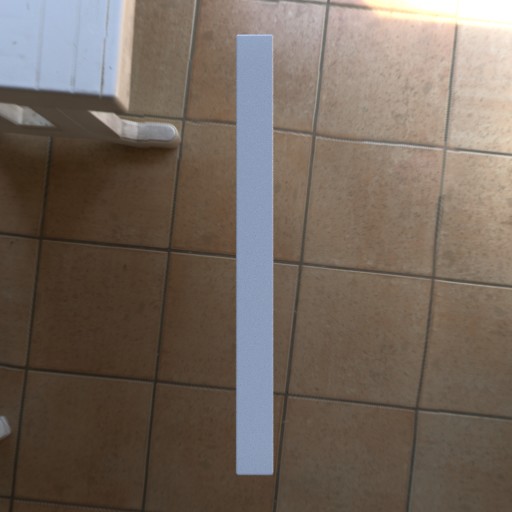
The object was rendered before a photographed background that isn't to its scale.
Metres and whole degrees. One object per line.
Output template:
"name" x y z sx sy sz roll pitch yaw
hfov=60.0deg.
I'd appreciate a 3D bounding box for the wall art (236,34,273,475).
"wall art" 0.000 0.000 0.522 0.028 0.381 0.331 0 90 0
